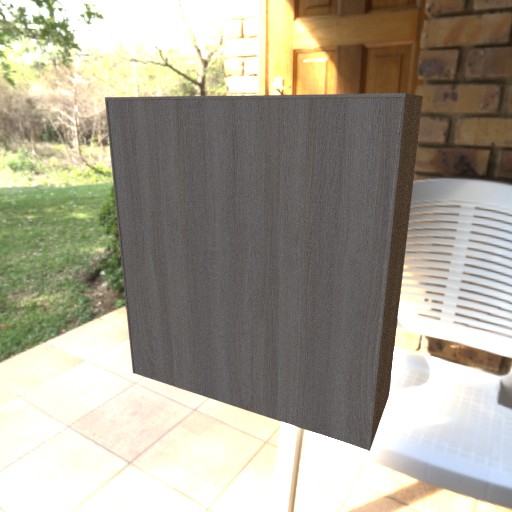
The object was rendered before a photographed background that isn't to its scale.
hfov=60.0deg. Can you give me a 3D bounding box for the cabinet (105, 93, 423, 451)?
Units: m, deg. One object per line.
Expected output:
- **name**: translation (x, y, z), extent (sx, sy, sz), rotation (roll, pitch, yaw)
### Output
- **cabinet**: translation (0.000, 0.000, 3.045), extent (1.870, 2.060, 0.620), rotation (9, 21, 25)
